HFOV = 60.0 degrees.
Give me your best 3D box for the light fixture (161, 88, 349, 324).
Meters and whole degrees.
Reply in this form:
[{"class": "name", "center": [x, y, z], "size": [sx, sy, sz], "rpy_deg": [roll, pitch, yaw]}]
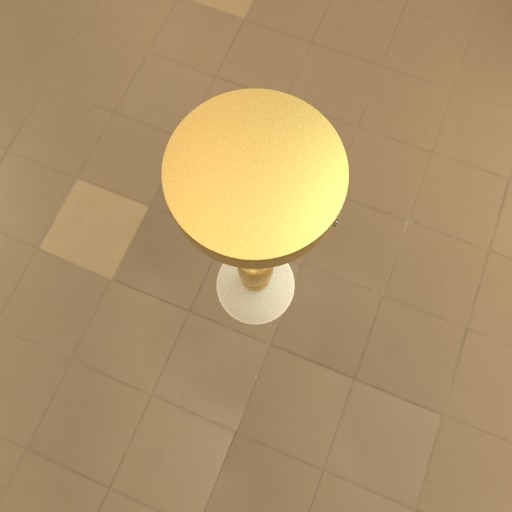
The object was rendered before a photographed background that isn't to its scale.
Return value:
[{"class": "light fixture", "center": [0.000, 0.000, 0.582], "size": [0.147, 0.510, 0.146], "rpy_deg": [21, 76, 6]}]
